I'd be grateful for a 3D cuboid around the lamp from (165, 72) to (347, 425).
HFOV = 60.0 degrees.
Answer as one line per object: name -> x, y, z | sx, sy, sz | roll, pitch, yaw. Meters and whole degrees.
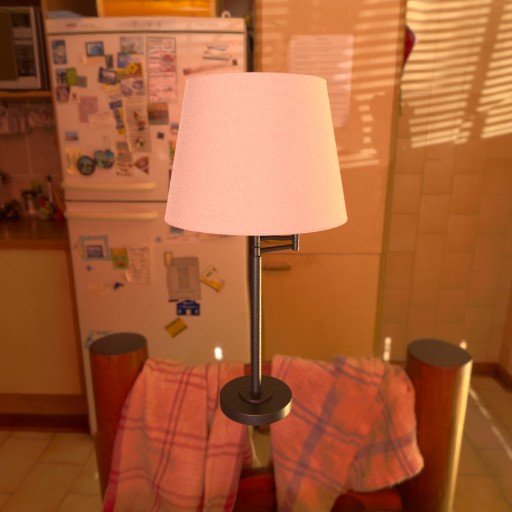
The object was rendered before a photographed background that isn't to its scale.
lamp -> 0.000, 0.000, 0.919 | 0.363, 0.696, 0.363 | 0, 15, 0
